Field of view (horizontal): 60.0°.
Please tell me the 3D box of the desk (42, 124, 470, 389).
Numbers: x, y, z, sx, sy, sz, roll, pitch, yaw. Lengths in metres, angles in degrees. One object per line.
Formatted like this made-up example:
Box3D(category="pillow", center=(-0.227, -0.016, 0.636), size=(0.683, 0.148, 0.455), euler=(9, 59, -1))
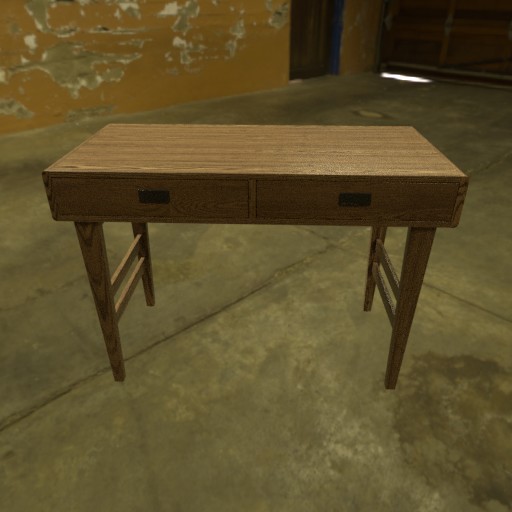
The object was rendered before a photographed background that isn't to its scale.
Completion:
Box3D(category="desk", center=(0.000, 0.000, 1.502), size=(1.067, 0.755, 0.508), euler=(1, 30, 2))
